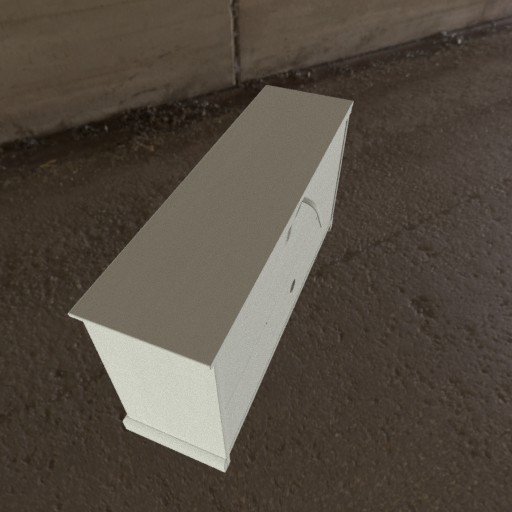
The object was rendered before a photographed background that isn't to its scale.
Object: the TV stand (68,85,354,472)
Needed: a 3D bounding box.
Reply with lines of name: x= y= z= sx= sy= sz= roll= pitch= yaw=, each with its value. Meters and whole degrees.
TV stand: x=0.000 y=0.000 z=1.514 sx=0.424 sy=0.624 sz=1.187 roll=16 pitch=48 yaw=15
